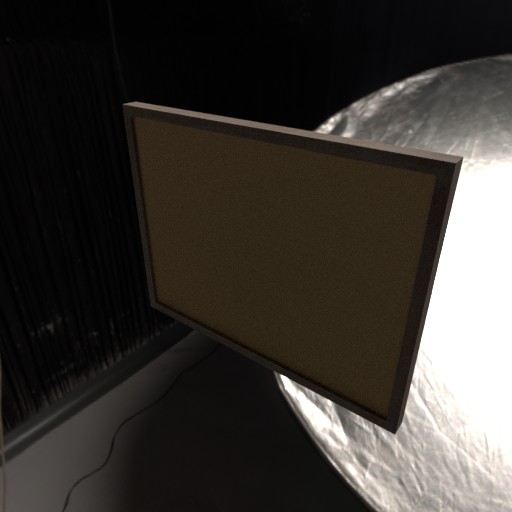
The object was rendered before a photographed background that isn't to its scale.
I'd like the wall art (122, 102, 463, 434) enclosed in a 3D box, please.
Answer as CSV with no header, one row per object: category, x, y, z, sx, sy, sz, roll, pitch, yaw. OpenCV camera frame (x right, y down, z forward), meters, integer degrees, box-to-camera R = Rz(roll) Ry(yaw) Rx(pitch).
wall art,0.000,0.000,1.736,1.320,1.009,0.070,20,35,32
